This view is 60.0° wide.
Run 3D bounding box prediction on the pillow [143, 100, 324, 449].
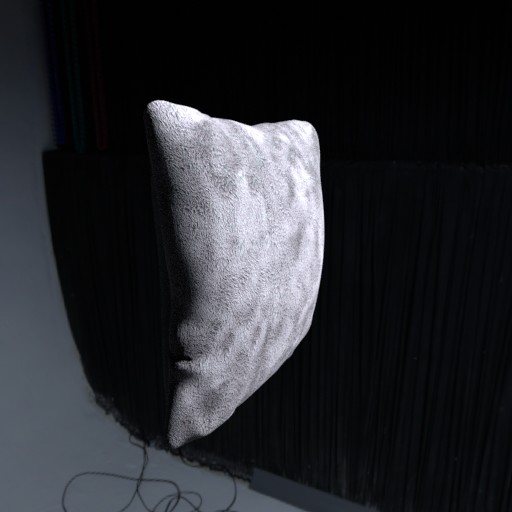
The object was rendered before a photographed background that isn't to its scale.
[{"bbox_3d":[0.000,0.000,0.830,0.204,0.520,0.522,8,17,27],"label":"pillow"}]
